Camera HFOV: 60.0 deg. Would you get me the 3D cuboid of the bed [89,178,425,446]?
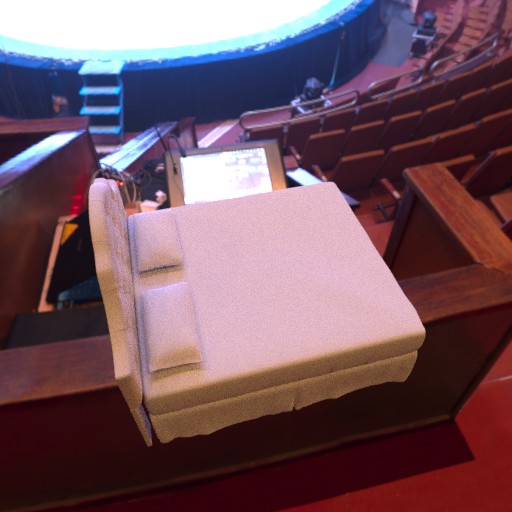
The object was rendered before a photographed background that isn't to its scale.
[{"bbox_3d":[0.000,0.000,3.606,2.214,1.615,2.008,-11,48,-10],"label":"bed"}]
